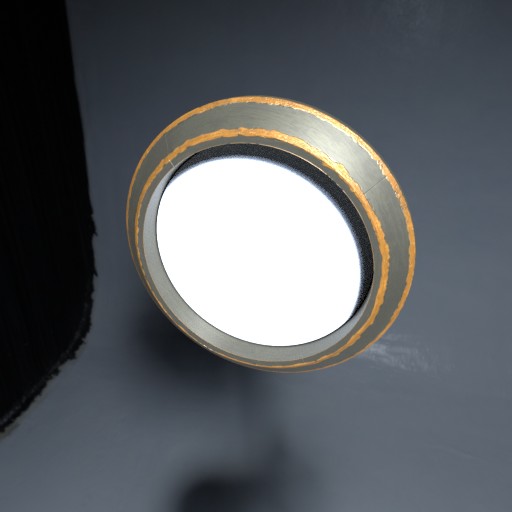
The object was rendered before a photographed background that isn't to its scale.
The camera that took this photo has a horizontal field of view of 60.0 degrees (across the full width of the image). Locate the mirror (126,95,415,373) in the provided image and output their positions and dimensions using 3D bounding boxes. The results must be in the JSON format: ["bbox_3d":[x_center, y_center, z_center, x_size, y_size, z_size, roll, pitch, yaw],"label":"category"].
[{"bbox_3d":[0.000,0.000,1.340,0.907,0.907,0.111,8,27,15],"label":"mirror"}]
